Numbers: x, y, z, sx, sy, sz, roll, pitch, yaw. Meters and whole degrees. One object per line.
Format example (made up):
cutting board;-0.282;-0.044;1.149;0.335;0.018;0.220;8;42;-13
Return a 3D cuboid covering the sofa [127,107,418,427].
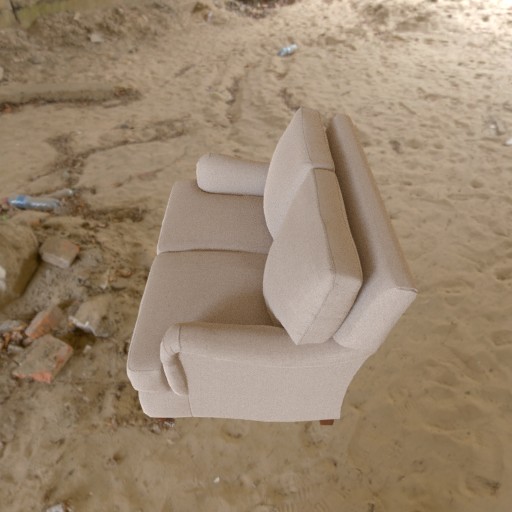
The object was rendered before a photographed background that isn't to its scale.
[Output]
sofa;0.000;0.000;2.305;1.087;1.048;1.508;0;41;0
